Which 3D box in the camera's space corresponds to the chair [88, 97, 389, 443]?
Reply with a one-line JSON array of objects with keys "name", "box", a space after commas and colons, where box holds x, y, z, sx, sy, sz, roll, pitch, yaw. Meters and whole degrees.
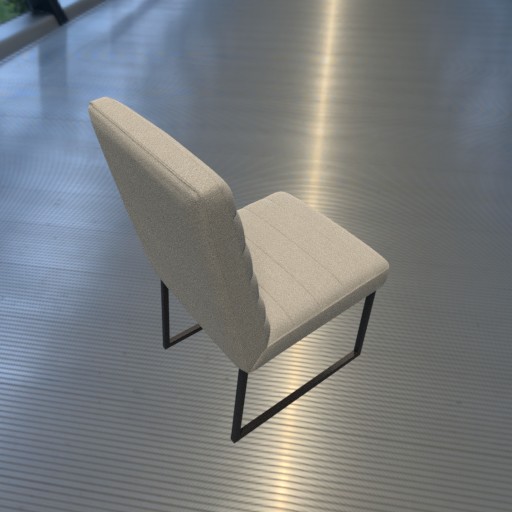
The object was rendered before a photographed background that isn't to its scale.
[{"name": "chair", "box": [0.000, 0.000, 1.308, 0.634, 0.930, 0.520, -26, 47, -27]}]
